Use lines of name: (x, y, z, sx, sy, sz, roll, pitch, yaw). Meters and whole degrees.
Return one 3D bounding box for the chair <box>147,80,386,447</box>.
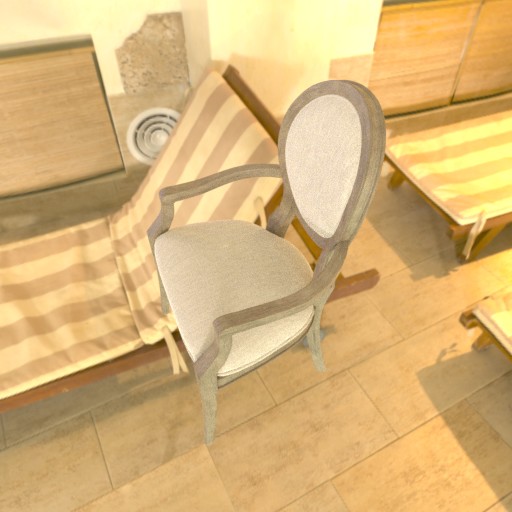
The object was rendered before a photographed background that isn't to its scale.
chair: (0.000, 0.000, 1.377, 0.602, 0.991, 0.611, -16, 48, -15)
